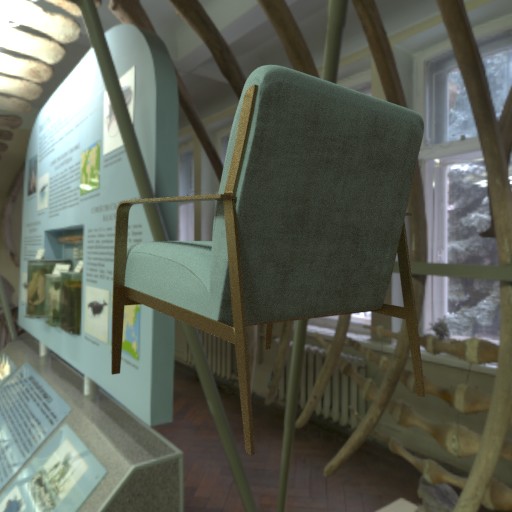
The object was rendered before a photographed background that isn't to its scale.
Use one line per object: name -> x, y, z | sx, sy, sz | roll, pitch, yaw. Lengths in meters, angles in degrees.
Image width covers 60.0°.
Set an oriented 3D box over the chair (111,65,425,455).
chair -> 0.000, 0.000, 1.426 | 0.701, 0.824, 0.842 | 0, 0, -37
